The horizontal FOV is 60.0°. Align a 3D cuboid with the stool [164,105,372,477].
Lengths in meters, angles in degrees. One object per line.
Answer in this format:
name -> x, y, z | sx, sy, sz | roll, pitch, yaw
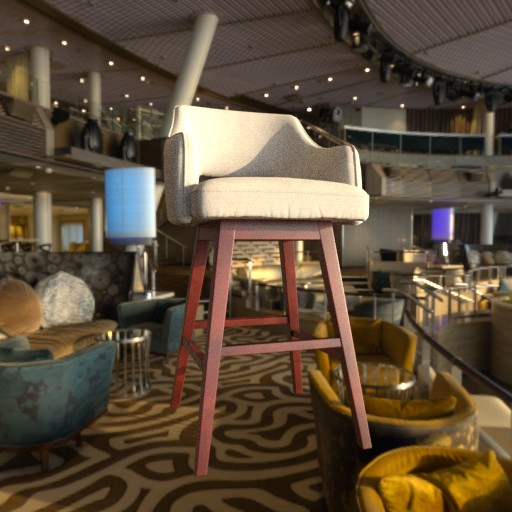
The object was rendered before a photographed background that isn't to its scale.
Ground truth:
stool -> 0.000, 0.000, 1.348 | 0.548, 1.012, 0.558 | -1, 2, -18
